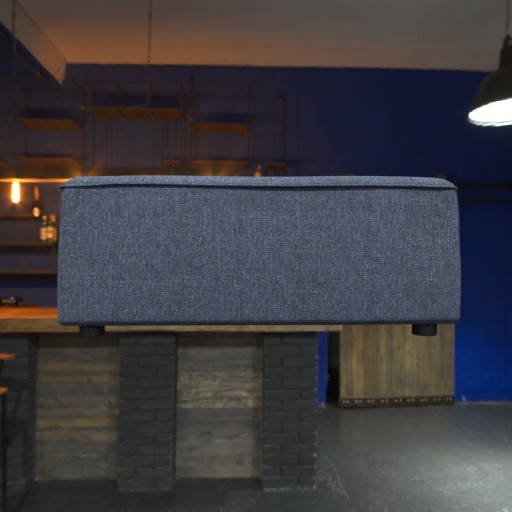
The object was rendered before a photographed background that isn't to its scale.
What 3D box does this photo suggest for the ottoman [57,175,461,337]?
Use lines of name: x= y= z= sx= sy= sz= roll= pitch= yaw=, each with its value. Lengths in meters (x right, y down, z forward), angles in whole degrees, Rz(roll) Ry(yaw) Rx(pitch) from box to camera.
ottoman: x=0.000 y=0.000 z=1.587 sx=1.023 sy=0.423 sz=1.017 roll=0 pitch=-1 yaw=-1
